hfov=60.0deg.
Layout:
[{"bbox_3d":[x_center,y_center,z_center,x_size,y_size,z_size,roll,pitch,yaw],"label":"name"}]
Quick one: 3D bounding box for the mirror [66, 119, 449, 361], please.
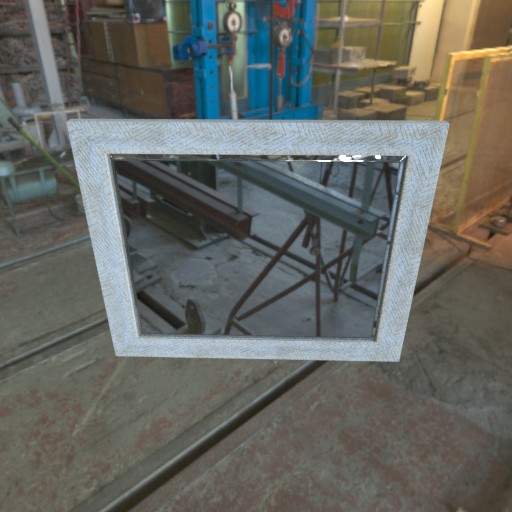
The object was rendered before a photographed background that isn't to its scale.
[{"bbox_3d":[0.000,0.000,1.149,0.839,0.689,0.028,1,30,1],"label":"mirror"}]
